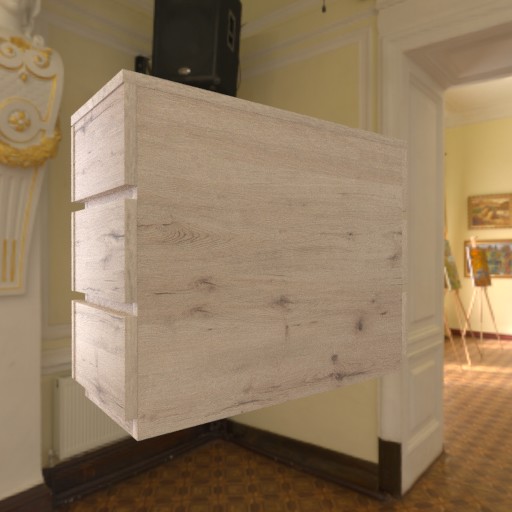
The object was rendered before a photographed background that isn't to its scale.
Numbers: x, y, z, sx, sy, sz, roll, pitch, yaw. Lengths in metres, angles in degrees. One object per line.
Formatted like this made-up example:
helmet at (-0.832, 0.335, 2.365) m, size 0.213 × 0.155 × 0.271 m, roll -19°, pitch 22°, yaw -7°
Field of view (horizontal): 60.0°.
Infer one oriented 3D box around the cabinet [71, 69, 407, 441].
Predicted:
cabinet at (0.000, 0.000, 1.446) m, size 1.040 × 0.820 × 0.420 m, roll 0°, pitch 0°, yaw -37°
